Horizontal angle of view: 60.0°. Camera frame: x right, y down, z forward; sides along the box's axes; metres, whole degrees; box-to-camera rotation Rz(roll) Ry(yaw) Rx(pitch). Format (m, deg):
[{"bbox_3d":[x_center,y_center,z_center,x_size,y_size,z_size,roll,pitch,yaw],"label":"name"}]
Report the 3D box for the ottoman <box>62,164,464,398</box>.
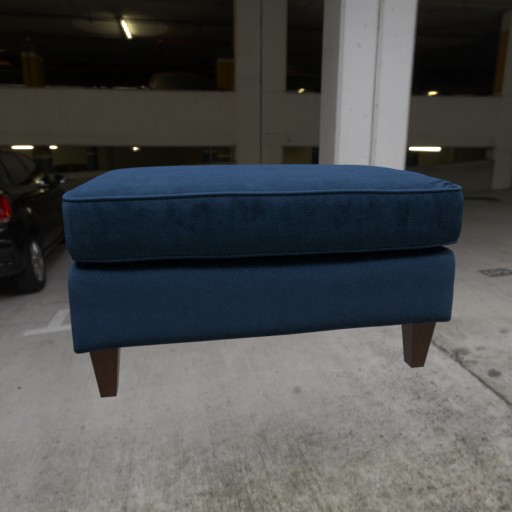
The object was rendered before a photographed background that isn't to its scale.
[{"bbox_3d":[0.000,0.000,1.207,0.862,0.484,0.583,-3,14,-10],"label":"ottoman"}]
